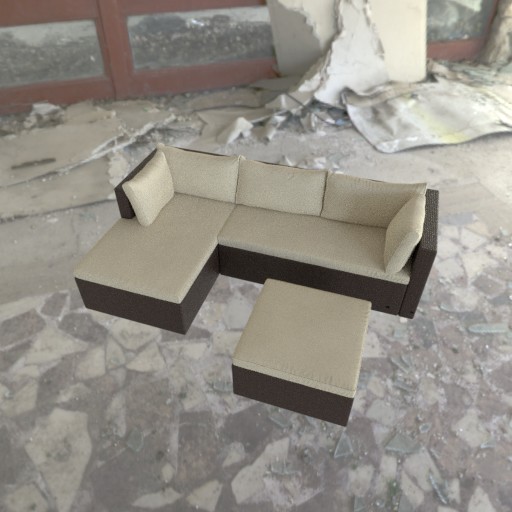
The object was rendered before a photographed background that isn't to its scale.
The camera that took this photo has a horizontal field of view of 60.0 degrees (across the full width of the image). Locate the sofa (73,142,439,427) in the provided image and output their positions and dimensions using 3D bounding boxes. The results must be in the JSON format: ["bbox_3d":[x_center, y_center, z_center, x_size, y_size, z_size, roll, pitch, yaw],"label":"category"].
[{"bbox_3d":[0.000,0.000,2.964,2.192,0.766,1.612,12,43,13],"label":"sofa"}]
